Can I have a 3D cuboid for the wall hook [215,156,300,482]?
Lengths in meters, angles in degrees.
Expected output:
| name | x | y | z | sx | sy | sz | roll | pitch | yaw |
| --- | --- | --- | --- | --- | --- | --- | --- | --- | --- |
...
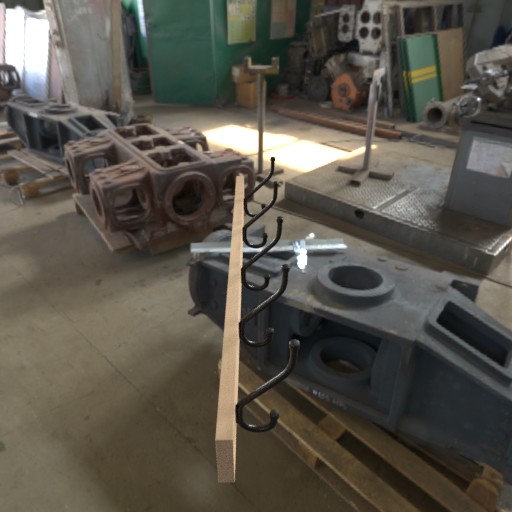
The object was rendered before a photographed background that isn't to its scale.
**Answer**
| name | x | y | z | sx | sy | sz | roll | pitch | yaw |
| --- | --- | --- | --- | --- | --- | --- | --- | --- | --- |
| wall hook | 0.000 | 0.000 | 0.603 | 0.071 | 0.117 | 0.571 | 0 | 32 | 0 |
